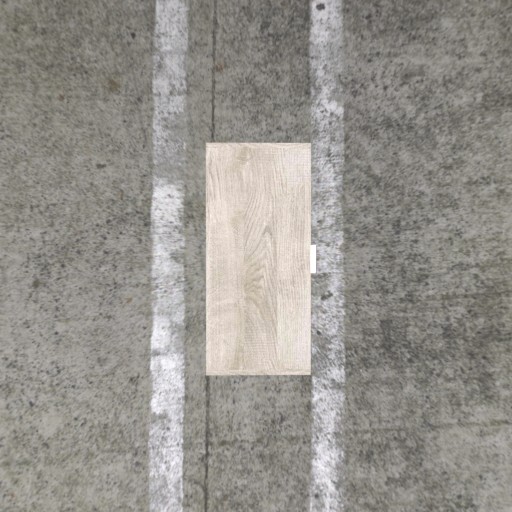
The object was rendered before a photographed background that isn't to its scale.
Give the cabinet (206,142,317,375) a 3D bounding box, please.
[{"bbox_3d":[0.000,0.000,1.806,0.250,1.630,0.520,0,91,-1],"label":"cabinet"}]
